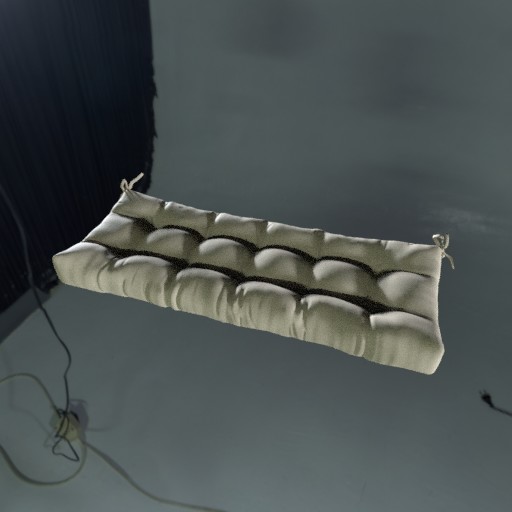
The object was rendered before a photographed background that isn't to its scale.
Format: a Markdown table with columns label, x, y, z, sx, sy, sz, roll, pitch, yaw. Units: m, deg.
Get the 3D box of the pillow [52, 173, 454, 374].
| label | x | y | z | sx | sy | sz | roll | pitch | yaw |
| --- | --- | --- | --- | --- | --- | --- | --- | --- | --- |
| pillow | 0.000 | 0.000 | 1.385 | 1.194 | 0.174 | 0.511 | 12 | 42 | 14 |
